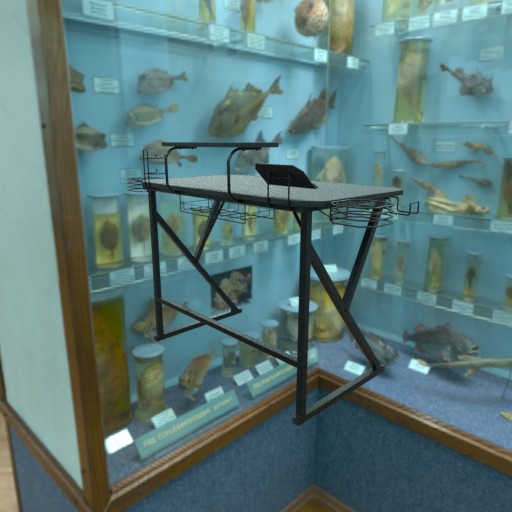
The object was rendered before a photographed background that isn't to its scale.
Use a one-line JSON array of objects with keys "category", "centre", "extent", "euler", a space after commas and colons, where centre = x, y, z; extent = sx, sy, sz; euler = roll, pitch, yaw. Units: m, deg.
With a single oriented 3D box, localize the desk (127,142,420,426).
[{"category": "desk", "centre": [0.000, 0.000, 1.771], "extent": [0.580, 0.880, 1.290], "euler": [-13, 20, -42]}]
